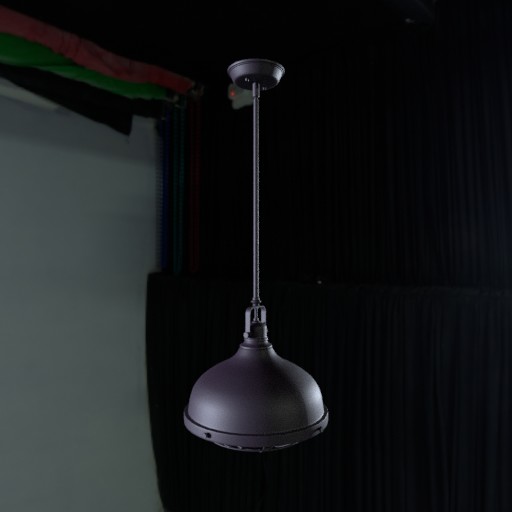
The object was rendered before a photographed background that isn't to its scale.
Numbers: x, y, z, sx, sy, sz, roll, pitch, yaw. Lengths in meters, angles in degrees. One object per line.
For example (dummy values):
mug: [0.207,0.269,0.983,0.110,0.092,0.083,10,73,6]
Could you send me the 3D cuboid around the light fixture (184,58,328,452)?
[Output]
light fixture: [0.000,0.000,1.017,0.341,0.849,0.341,0,0,37]
